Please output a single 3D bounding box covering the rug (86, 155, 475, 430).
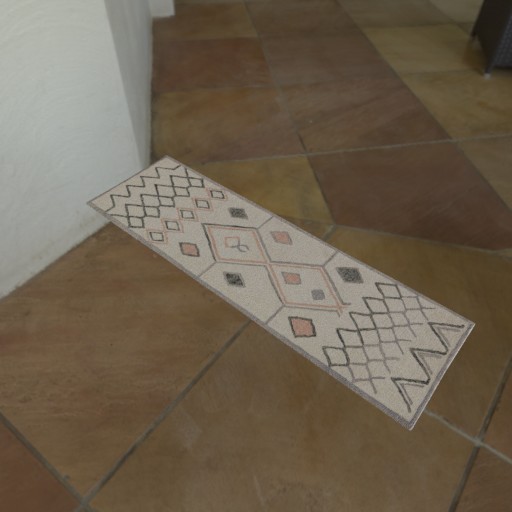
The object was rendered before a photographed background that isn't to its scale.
[{"bbox_3d":[0.000,0.000,2.710,2.435,0.011,0.750,32,54,26],"label":"rug"}]
